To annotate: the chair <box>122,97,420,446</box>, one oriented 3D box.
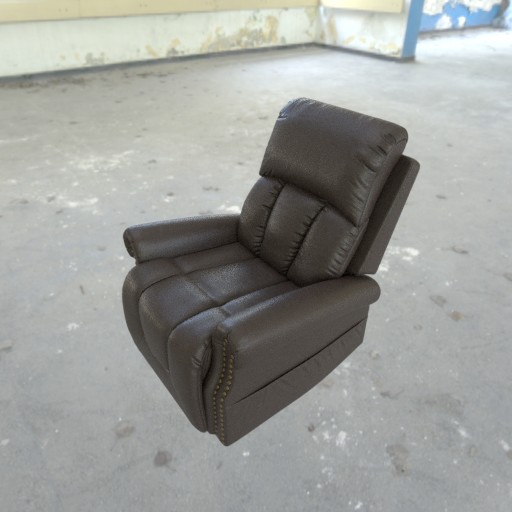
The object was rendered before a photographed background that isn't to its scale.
[{"bbox_3d":[0.000,0.000,1.764,0.978,1.028,0.869,-22,39,-30],"label":"chair"}]
